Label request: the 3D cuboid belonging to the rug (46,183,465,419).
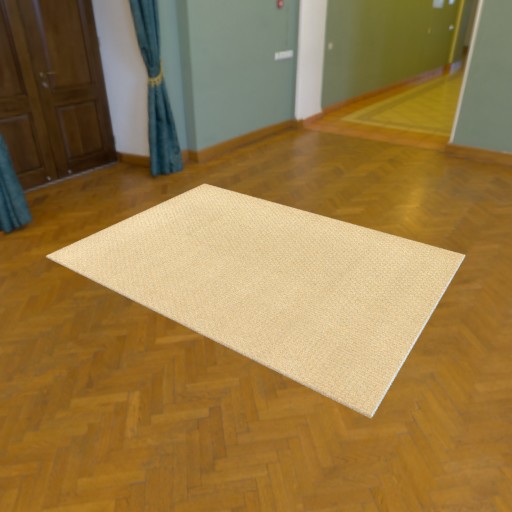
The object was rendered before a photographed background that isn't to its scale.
[{"bbox_3d":[0.000,0.000,2.773,2.144,0.013,1.509,19,36,30],"label":"rug"}]
